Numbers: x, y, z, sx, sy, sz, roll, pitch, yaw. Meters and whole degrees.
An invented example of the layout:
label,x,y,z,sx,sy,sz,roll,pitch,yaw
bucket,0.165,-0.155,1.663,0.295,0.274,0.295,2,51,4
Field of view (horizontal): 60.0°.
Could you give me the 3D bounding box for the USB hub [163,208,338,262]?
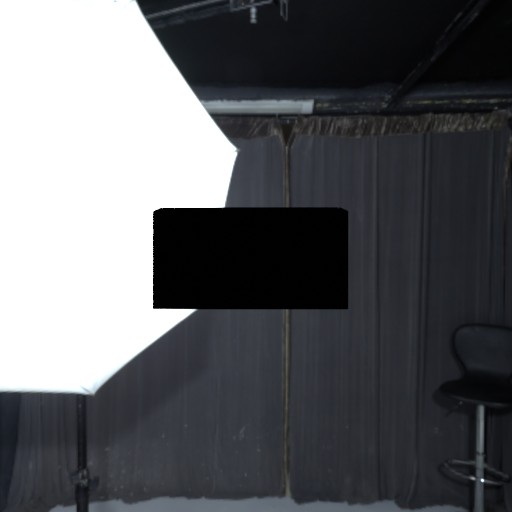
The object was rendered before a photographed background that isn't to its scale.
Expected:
label,x,y,z,sx,sy,sz,roll,pitch,yaw
USB hub,0.000,0.000,0.159,0.044,0.023,0.145,0,0,1
